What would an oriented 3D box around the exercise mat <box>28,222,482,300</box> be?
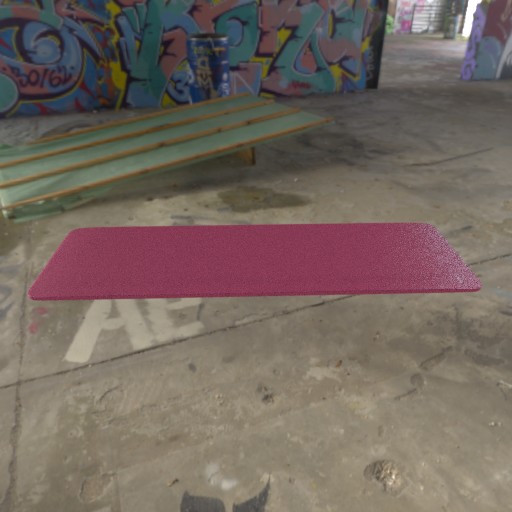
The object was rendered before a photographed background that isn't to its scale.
[{"bbox_3d":[0.000,0.000,2.051,1.884,0.021,0.616,-1,30,-2],"label":"exercise mat"}]
